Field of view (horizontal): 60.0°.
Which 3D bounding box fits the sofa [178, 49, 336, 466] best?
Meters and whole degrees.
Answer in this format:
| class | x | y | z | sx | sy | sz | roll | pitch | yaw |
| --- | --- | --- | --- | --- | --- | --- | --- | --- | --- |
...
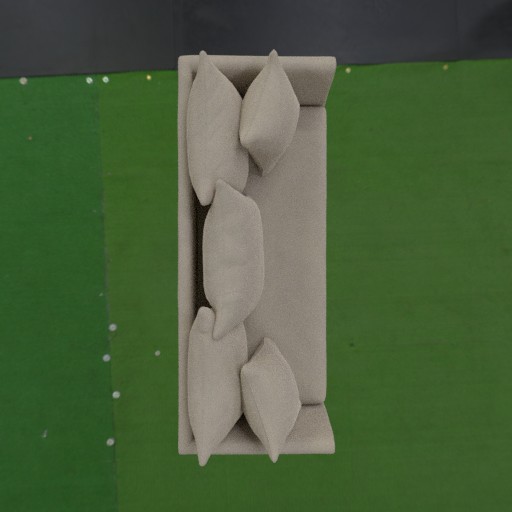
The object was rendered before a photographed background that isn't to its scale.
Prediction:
| class | x | y | z | sx | sy | sz | roll | pitch | yaw |
| --- | --- | --- | --- | --- | --- | --- | --- | --- | --- |
| sofa | 0.000 | 0.000 | 2.982 | 1.046 | 1.047 | 2.499 | 0 | 91 | -1 |
